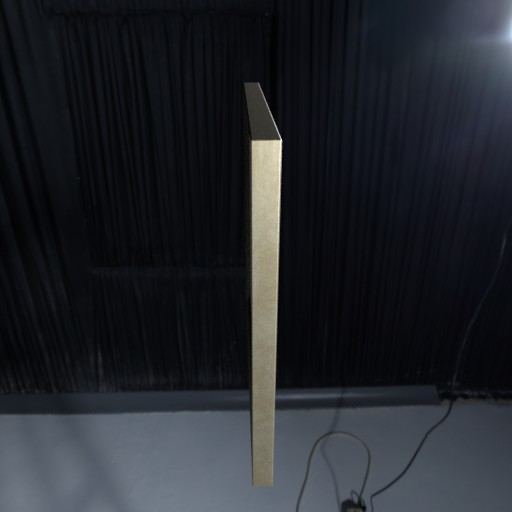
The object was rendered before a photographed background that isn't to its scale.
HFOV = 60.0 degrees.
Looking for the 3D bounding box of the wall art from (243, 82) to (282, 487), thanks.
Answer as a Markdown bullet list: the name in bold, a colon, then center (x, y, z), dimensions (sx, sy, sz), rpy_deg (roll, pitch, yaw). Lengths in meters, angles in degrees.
- **wall art**: center (0.000, 0.000, 0.760), dimensions (0.030, 0.506, 0.503), rpy_deg (-1, 27, -2)
